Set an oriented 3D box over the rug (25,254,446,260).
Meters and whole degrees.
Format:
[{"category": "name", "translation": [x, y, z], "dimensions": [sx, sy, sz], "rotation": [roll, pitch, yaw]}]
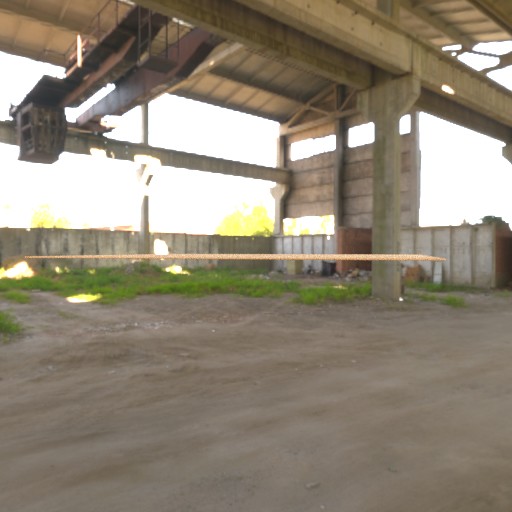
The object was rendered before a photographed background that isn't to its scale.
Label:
[{"category": "rug", "translation": [0.000, 0.000, 4.135], "dimensions": [3.048, 0.013, 2.439], "rotation": [0, 1, 17]}]
